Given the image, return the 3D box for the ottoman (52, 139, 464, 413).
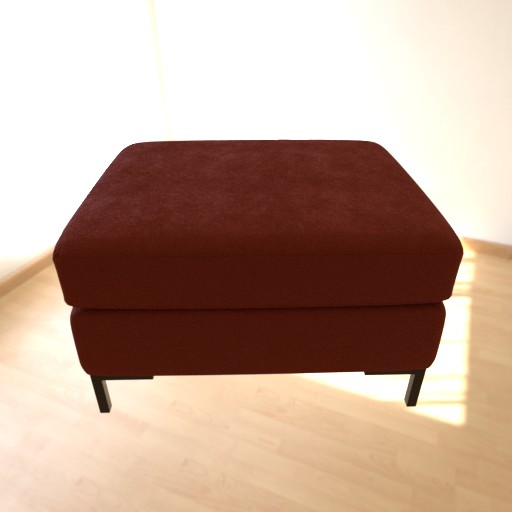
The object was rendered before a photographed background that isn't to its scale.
[{"bbox_3d":[0.000,0.000,1.166,0.782,0.462,0.650,-1,32,-1],"label":"ottoman"}]
